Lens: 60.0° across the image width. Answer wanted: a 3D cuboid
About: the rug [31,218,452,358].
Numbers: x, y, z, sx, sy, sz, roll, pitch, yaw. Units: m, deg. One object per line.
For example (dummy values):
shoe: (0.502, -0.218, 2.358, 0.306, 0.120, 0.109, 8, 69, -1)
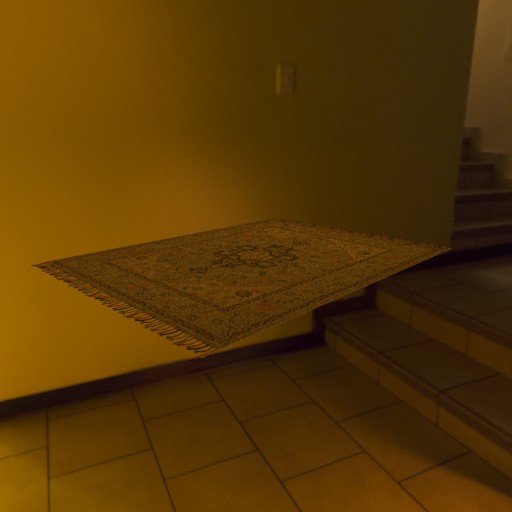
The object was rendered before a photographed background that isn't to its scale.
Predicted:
rug: (0.000, 0.000, 3.443, 1.971, 0.010, 2.651, 15, 21, 43)
